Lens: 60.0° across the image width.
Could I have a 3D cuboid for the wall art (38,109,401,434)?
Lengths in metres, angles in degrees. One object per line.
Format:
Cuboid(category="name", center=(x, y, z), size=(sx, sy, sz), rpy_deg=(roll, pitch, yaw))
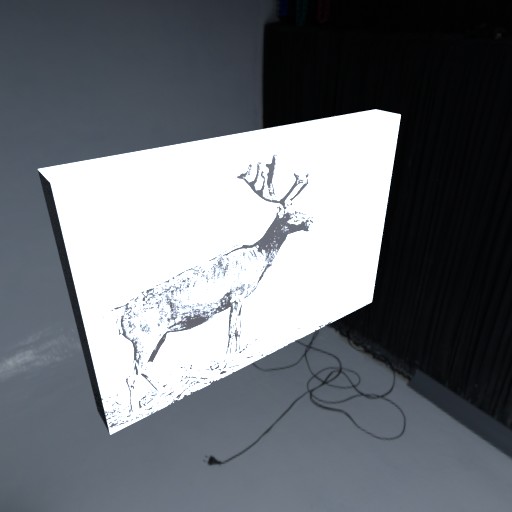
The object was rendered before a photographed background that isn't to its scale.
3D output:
Cuboid(category="wall art", center=(0.000, 0.000, 0.482), size=(0.381, 0.259, 0.038), rpy_deg=(-20, 35, -31))
